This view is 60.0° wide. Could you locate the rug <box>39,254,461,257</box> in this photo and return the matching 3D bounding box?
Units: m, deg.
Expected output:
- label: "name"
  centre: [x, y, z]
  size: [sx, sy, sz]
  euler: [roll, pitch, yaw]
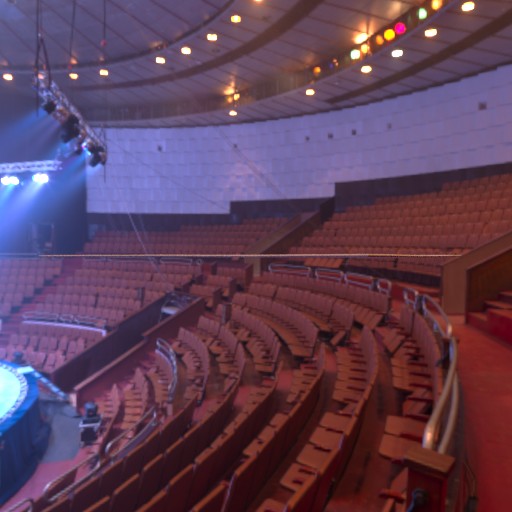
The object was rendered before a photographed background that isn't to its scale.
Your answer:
- label: "rug"
  centre: [0.000, 0.000, 4.068]
  size: [3.055, 0.021, 2.410]
  euler: [0, 0, 35]
